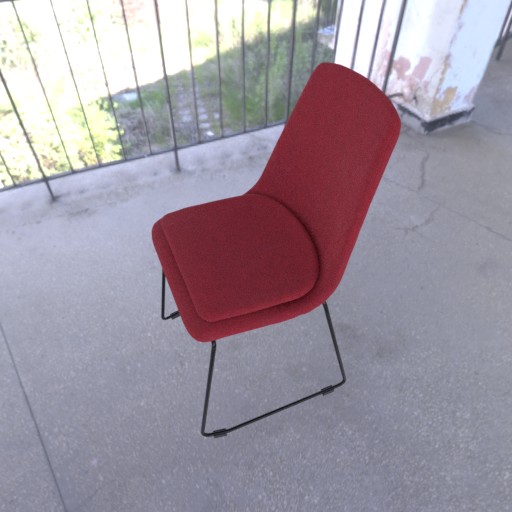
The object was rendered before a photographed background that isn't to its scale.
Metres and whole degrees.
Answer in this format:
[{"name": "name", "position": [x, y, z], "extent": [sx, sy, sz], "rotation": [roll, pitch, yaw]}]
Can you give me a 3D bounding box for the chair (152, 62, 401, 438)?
[{"name": "chair", "position": [0.000, 0.000, 1.159], "extent": [0.518, 0.858, 0.479], "rotation": [-17, 48, -16]}]
